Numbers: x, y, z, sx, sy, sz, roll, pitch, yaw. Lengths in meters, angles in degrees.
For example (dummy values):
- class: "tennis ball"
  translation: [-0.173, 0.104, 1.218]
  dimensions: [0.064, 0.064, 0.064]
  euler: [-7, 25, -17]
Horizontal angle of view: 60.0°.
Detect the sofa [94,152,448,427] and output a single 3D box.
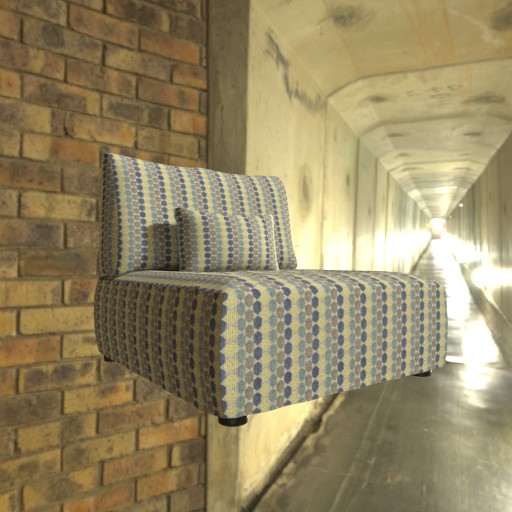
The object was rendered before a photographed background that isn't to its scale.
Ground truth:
- class: "sofa"
  translation: [0.000, 0.000, 1.678]
  dimensions: [0.930, 0.830, 1.000]
  euler: [0, -1, -36]
